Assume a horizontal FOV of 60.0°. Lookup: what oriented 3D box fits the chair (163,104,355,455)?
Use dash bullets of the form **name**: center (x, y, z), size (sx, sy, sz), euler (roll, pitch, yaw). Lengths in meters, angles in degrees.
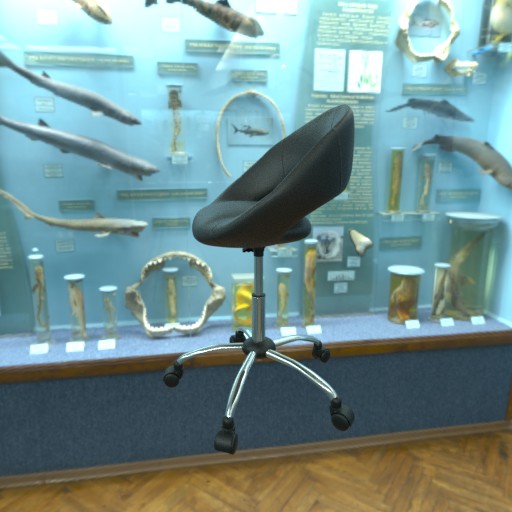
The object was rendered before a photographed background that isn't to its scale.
- **chair**: center (0.000, 0.000, 1.213), size (0.538, 0.791, 0.612), euler (-2, 13, -9)
